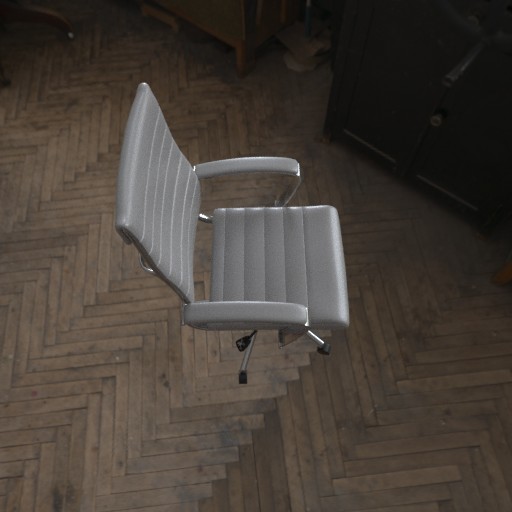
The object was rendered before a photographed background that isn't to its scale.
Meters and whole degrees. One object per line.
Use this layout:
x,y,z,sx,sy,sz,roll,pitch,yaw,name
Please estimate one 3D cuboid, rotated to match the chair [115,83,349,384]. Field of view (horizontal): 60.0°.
0.000,0.000,1.573,0.667,1.149,0.679,0,63,0,chair
